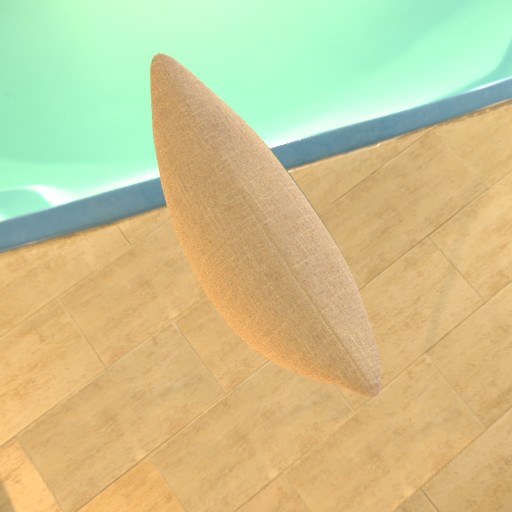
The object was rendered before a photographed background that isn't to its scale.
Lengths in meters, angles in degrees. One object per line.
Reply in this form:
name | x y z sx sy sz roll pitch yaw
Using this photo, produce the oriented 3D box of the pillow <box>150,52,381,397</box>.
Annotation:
pillow | 0.000 0.000 0.626 0.173 0.399 0.414 -31 78 -7
